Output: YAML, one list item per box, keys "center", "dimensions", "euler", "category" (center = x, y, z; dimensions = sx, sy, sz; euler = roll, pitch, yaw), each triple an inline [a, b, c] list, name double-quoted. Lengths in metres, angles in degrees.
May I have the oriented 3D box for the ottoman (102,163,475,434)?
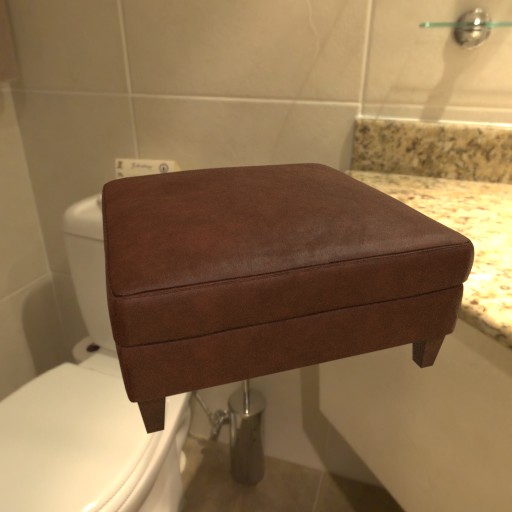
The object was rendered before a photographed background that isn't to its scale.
- center: [0.000, 0.000, 1.311]
  dimensions: [0.836, 0.415, 0.844]
  euler: [-8, 26, -16]
  category: "ottoman"
